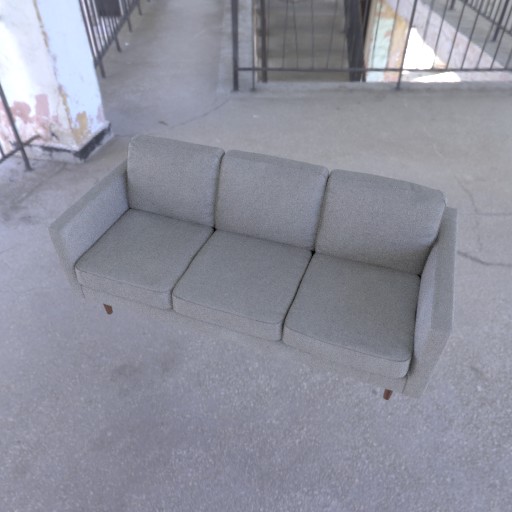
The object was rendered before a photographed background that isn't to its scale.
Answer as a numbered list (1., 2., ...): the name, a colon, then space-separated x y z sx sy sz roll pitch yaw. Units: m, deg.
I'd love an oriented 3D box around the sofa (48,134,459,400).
1. sofa: 0.000 0.000 2.473 1.983 0.918 0.944 14 44 15
